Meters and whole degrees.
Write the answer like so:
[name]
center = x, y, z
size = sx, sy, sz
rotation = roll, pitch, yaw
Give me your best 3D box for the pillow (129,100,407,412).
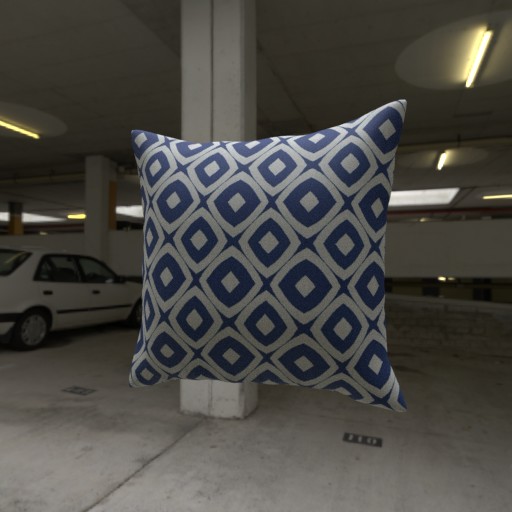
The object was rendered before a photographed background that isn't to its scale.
[pillow]
center = 0.000, 0.000, 0.775
size = 0.504, 0.494, 0.188
rotation = -1, -2, 17
